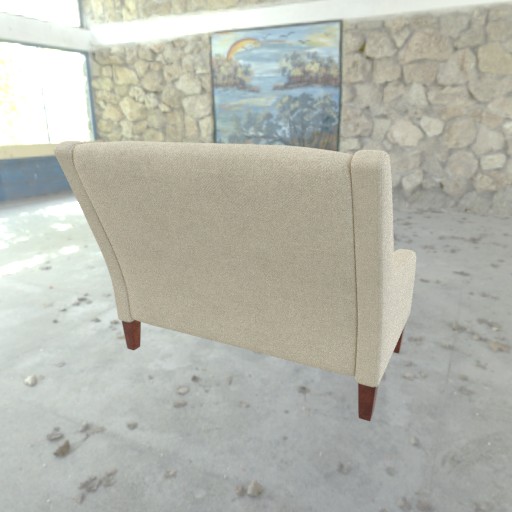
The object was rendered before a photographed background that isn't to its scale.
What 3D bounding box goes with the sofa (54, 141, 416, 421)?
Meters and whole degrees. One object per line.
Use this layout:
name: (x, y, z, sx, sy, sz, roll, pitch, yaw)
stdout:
sofa: (0.000, 0.000, 1.901, 1.212, 0.976, 0.946, 9, 19, 26)
